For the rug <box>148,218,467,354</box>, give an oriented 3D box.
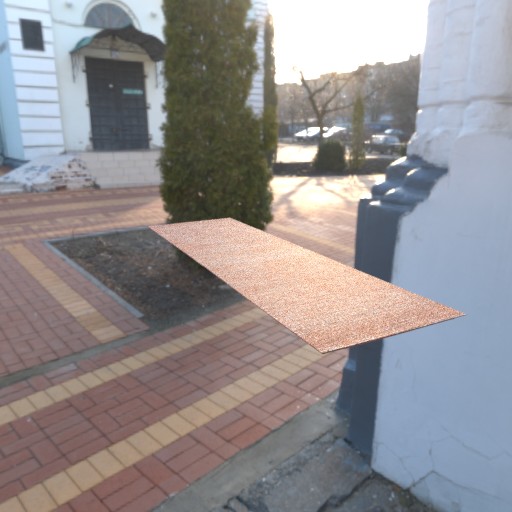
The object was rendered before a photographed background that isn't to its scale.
[{"bbox_3d":[0.000,0.000,2.643,0.718,0.013,2.353,-8,18,-26],"label":"rug"}]
